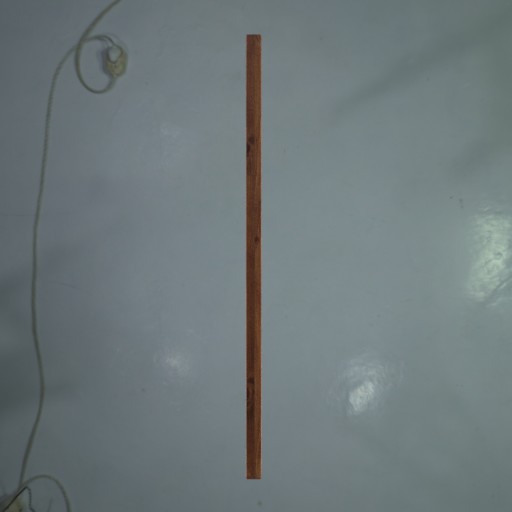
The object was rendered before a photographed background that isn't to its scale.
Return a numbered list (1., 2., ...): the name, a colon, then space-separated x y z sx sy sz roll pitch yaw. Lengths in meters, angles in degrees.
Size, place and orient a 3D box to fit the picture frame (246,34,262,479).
1. picture frame: 0.000 0.000 1.212 0.029 0.817 0.810 0 90 1
